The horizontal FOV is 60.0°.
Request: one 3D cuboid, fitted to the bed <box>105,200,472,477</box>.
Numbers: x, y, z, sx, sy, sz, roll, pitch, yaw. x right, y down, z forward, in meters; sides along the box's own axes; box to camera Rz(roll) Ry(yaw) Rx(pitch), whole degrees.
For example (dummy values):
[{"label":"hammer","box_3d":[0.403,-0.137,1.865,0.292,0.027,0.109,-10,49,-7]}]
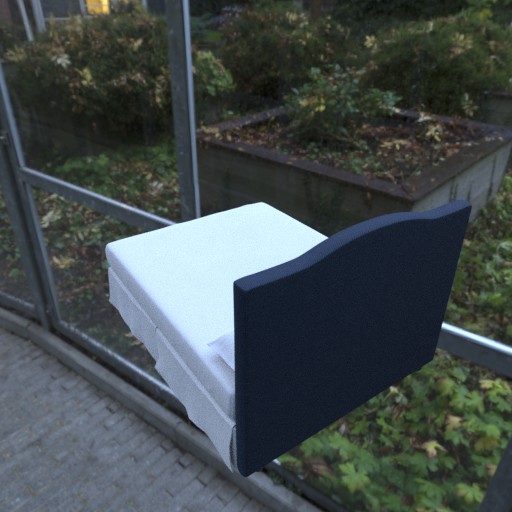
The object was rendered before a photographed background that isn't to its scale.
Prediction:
[{"label":"bed","box_3d":[0.000,0.000,3.446,1.821,1.436,2.282,-19,35,-30]}]
